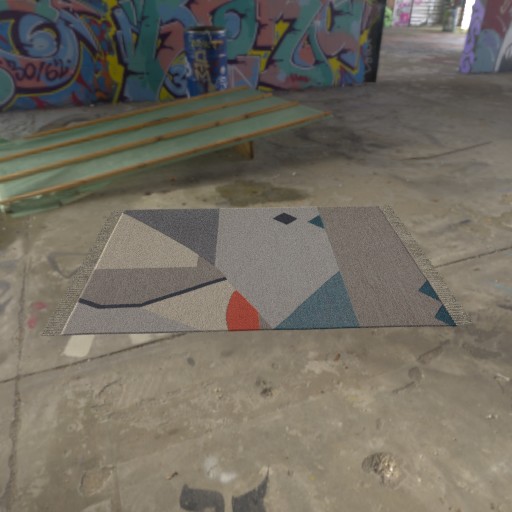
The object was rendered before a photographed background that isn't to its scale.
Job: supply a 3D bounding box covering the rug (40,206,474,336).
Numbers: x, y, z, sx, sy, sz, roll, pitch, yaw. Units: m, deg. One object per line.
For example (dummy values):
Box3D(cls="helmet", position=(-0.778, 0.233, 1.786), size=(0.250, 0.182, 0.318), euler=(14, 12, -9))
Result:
Box3D(cls="rug", position=(0.000, 0.000, 2.374), size=(1.828, 0.005, 1.220), euler=(-1, 31, -2))
